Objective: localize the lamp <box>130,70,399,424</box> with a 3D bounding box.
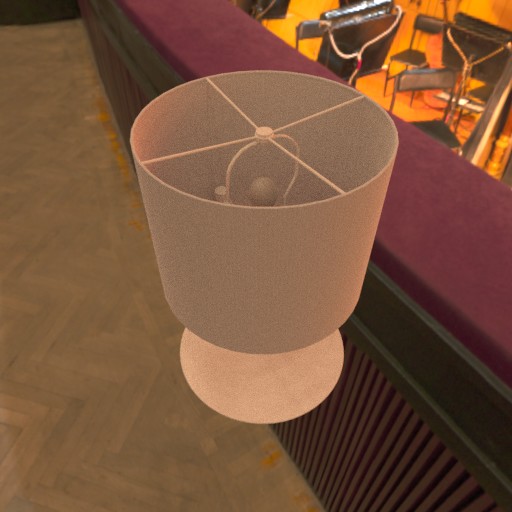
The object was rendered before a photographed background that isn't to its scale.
[{"bbox_3d":[0.000,0.000,0.676,0.299,0.454,0.341,-23,50,-21],"label":"lamp"}]
